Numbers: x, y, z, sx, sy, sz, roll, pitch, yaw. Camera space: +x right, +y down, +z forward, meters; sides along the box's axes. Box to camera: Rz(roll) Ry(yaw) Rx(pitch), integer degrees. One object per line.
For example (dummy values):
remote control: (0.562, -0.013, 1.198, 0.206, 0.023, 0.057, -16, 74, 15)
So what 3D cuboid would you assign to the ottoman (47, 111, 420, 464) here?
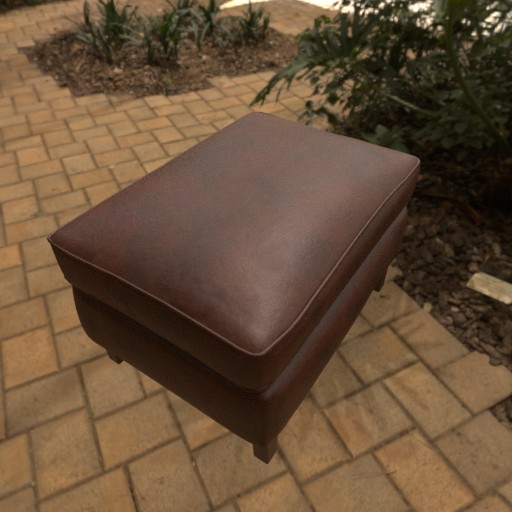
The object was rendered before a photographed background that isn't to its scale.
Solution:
ottoman: (0.000, 0.000, 0.981, 0.501, 0.432, 0.665, 24, 47, 25)
